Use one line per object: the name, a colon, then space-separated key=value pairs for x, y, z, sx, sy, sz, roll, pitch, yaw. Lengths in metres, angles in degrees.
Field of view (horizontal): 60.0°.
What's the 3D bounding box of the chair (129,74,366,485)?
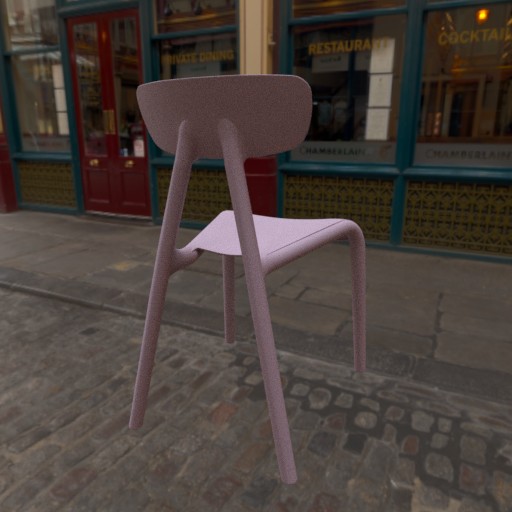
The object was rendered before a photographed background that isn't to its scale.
chair: x=0.000 y=0.000 z=0.824 sx=0.356 sy=0.580 sz=0.401 roll=7 pitch=16 yaw=25
